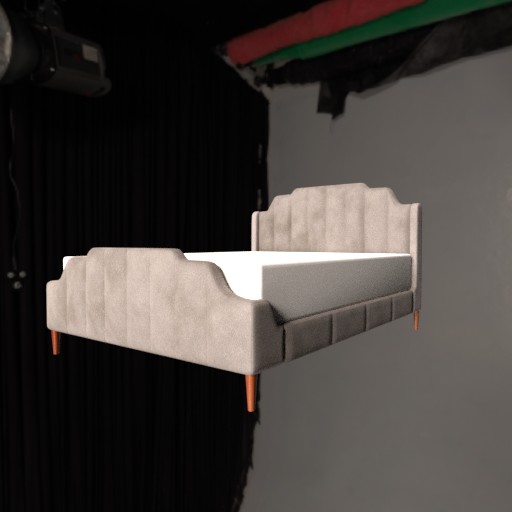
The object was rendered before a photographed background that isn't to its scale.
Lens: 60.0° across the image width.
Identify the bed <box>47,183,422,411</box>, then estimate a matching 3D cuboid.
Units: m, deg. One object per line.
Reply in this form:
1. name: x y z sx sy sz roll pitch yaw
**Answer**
1. bed: 0.000 0.000 3.238 1.676 1.245 2.340 1 2 37
